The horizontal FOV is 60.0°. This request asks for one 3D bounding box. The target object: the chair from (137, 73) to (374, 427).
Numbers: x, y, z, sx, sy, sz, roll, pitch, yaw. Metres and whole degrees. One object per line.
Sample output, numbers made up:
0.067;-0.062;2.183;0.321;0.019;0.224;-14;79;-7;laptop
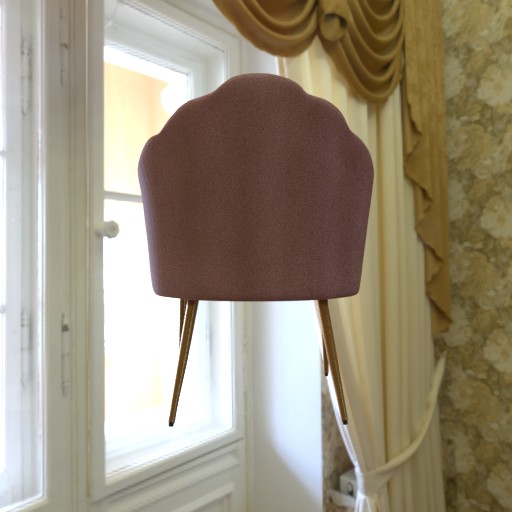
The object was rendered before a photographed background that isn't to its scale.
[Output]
0.000;0.000;1.280;0.657;0.819;0.599;0;0;-2;chair
